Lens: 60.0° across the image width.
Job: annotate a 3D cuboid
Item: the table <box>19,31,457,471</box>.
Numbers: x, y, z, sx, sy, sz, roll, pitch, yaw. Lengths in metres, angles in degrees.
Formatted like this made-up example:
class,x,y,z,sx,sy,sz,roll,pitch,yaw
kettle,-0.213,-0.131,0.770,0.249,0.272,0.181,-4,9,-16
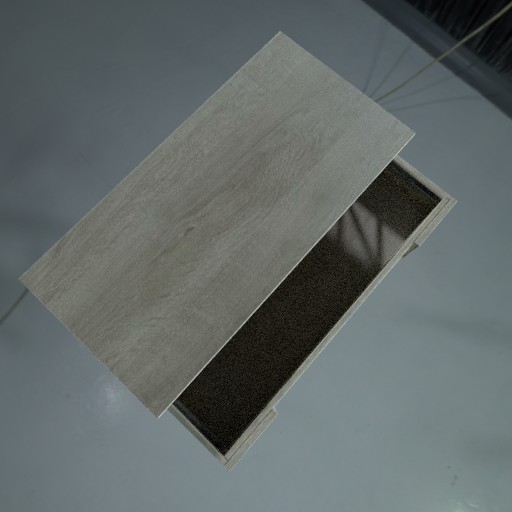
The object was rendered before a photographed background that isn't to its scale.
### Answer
class,x,y,z,sx,sy,sz,roll,pitch,yaw
table,0.000,0.000,1.425,0.711,0.570,1.000,41,79,10
